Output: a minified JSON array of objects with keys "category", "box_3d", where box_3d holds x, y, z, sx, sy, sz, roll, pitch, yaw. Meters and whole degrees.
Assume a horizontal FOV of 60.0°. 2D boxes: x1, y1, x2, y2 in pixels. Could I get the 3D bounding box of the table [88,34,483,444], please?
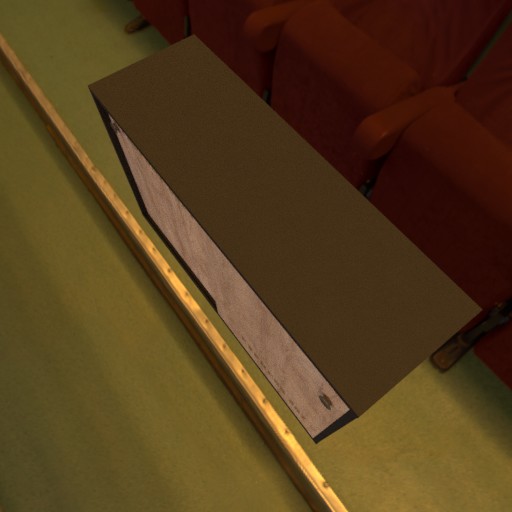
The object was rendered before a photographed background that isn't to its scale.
[{"category":"table","box_3d":[0.000,0.000,1.563,0.400,0.855,1.200,-34,68,-16]}]
